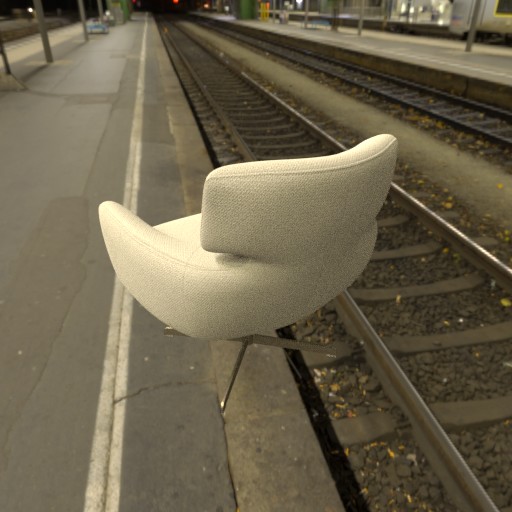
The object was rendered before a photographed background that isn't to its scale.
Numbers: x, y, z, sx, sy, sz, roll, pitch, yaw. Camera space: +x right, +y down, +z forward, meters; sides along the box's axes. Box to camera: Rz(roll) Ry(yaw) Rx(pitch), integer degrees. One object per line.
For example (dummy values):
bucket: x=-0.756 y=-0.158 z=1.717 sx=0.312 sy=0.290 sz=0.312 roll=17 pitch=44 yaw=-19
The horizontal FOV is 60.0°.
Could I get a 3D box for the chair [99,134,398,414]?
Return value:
chair: x=0.000 y=0.000 z=1.383 sx=0.760 sy=0.810 sz=0.730 roll=-18 pitch=34 yaw=-28
